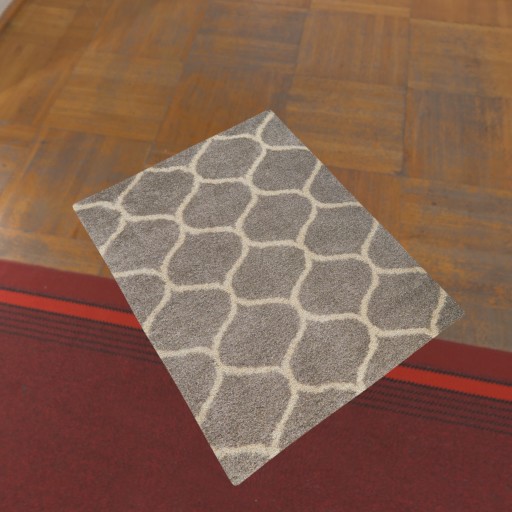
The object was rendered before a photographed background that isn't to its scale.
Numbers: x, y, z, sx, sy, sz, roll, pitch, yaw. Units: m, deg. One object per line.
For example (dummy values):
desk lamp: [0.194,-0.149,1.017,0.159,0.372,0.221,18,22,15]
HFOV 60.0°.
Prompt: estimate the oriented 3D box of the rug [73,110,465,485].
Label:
rug: [0.000,0.000,4.131,2.399,0.026,3.000,-31,65,-16]
